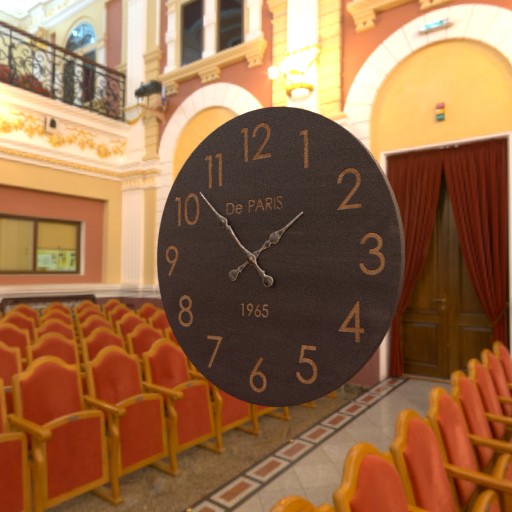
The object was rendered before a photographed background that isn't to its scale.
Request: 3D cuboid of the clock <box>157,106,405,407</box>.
[{"bbox_3d":[0.000,0.000,0.899,0.595,0.595,0.029,-1,-2,37],"label":"clock"}]
